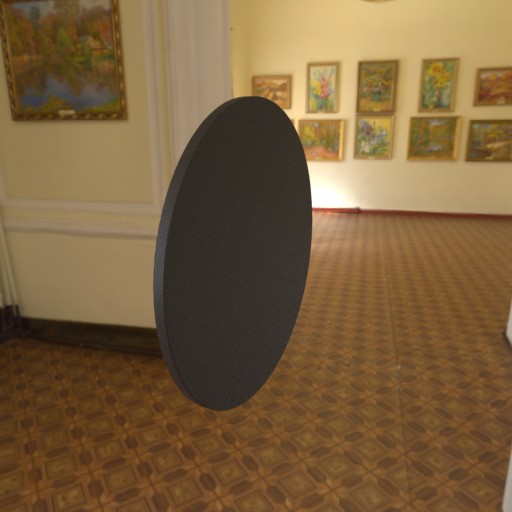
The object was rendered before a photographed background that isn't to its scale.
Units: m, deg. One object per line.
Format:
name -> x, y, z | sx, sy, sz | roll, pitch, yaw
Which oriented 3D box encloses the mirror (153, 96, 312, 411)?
mirror -> 0.000, 0.000, 1.587 | 0.036, 1.077, 1.077 | 8, 17, 26
